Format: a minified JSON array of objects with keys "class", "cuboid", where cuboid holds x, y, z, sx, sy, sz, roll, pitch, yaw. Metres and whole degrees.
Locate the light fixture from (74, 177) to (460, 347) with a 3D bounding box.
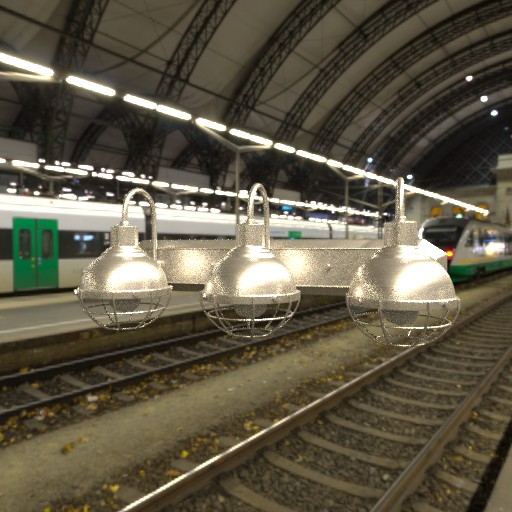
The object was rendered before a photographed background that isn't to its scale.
[{"class":"light fixture","cuboid":[0.000,0.000,0.763,0.634,0.254,0.229,0,1,16]}]
